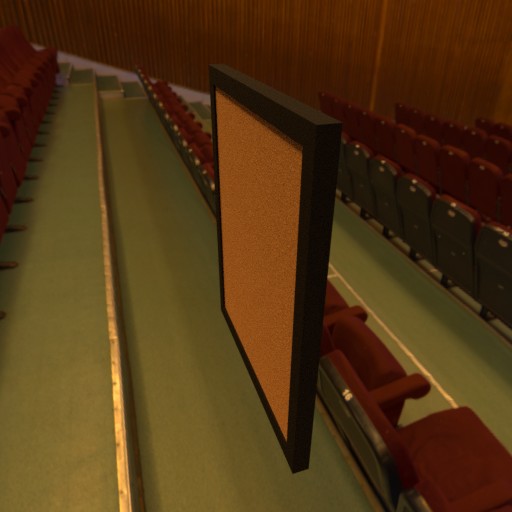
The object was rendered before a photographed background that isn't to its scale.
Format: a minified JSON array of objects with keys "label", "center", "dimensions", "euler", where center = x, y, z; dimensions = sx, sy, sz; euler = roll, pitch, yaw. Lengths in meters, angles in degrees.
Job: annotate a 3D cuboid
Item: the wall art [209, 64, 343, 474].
[{"label":"wall art","center":[0.000,0.000,0.766],"dimensions":[0.029,0.559,0.457],"euler":[-10,32,-16]}]
